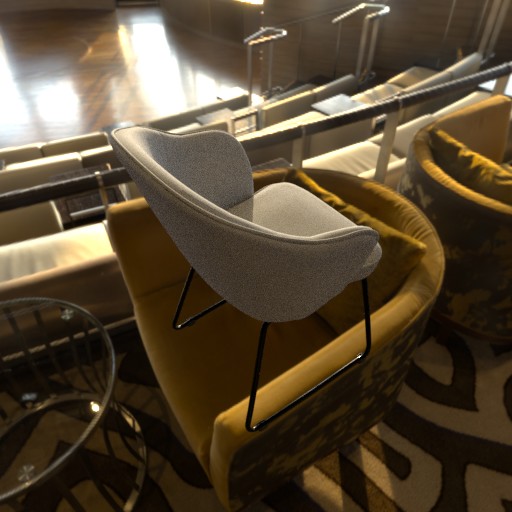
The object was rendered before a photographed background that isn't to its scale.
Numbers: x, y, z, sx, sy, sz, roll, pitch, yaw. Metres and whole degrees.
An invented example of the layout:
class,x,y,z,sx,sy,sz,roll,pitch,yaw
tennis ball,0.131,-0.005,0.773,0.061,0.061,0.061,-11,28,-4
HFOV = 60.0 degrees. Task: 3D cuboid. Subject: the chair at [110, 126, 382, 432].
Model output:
class,x,y,z,sx,sy,sz,roll,pitch,yaw
chair,0.000,0.000,1.201,0.592,0.817,0.570,-27,48,-26
